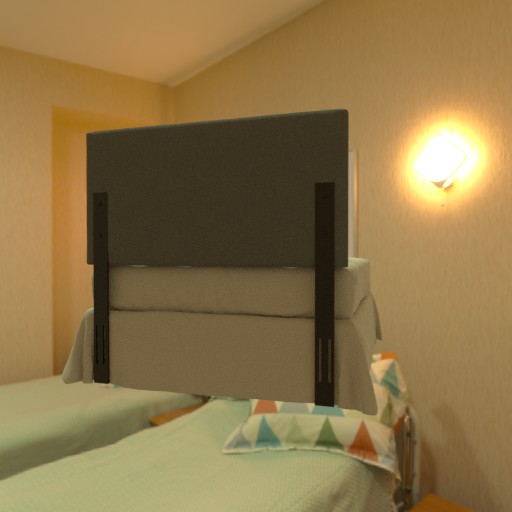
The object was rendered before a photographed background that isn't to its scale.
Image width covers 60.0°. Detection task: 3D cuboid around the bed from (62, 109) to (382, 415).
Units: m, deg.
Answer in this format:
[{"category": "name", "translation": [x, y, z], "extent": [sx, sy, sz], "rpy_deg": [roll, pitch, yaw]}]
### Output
[{"category": "bed", "translation": [0.000, 0.000, 3.527], "extent": [1.936, 1.577, 2.222], "rpy_deg": [0, 1, 17]}]
